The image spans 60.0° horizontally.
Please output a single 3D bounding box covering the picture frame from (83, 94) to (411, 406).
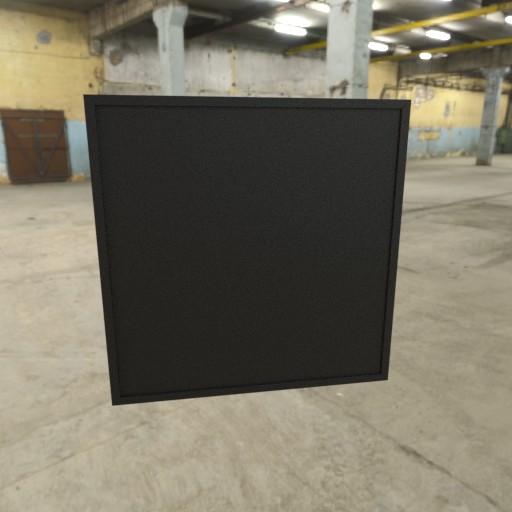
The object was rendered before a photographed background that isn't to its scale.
[{"bbox_3d":[0.000,0.000,1.147,0.775,0.775,0.032,-2,15,-9],"label":"picture frame"}]
